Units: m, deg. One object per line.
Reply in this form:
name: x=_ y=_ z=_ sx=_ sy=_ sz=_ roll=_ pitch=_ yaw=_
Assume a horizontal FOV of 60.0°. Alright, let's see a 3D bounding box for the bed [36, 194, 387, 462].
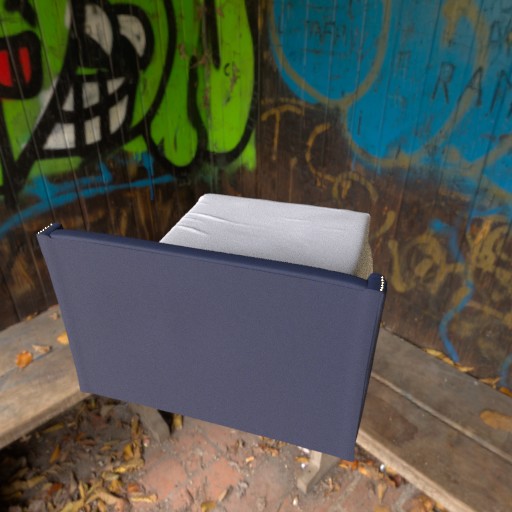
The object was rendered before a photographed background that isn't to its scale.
bed: x=0.000 y=0.000 z=3.488 sx=1.925 sy=1.332 sz=2.276 roll=9 pitch=33 yaw=14
